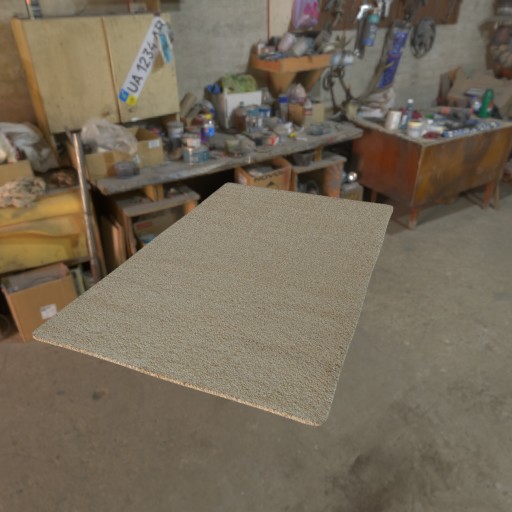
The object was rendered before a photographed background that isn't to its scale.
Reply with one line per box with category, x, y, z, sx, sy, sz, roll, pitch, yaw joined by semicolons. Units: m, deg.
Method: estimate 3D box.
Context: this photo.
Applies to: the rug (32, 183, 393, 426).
rug;0.000;0.000;2.917;1.500;0.026;2.349;11;31;19
